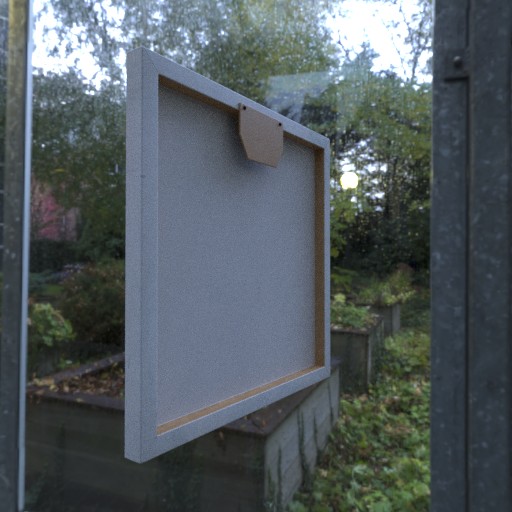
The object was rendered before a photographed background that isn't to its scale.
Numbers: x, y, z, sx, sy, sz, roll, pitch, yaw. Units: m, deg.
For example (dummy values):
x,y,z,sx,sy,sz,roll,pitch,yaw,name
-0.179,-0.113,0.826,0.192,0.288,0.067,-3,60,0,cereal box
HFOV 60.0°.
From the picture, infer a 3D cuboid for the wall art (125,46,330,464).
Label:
x,y,z,sx,sy,sz,roll,pitch,yaw,name
0.000,0.000,0.893,0.044,0.605,0.605,-1,-1,36,wall art
